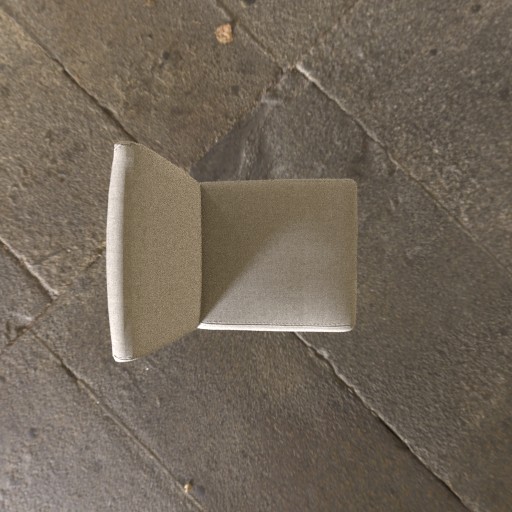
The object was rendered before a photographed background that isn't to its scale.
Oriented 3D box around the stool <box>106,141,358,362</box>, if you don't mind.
[{"bbox_3d":[0.000,0.000,1.374,0.570,1.088,0.439,0,89,0],"label":"stool"}]
